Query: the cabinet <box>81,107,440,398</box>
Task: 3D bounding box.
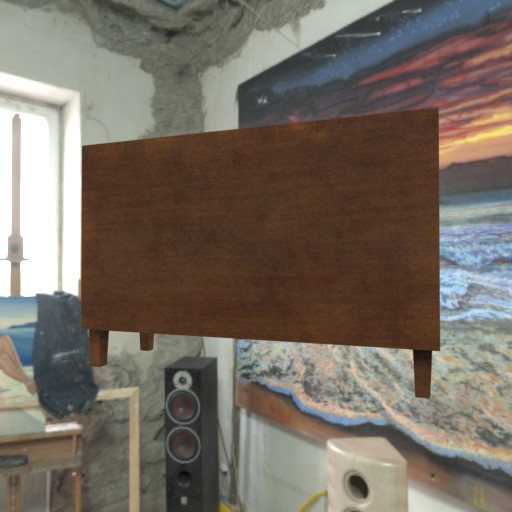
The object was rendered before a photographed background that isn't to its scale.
[{"bbox_3d":[0.000,0.000,1.598,1.204,0.805,0.403,0,-1,20],"label":"cabinet"}]
